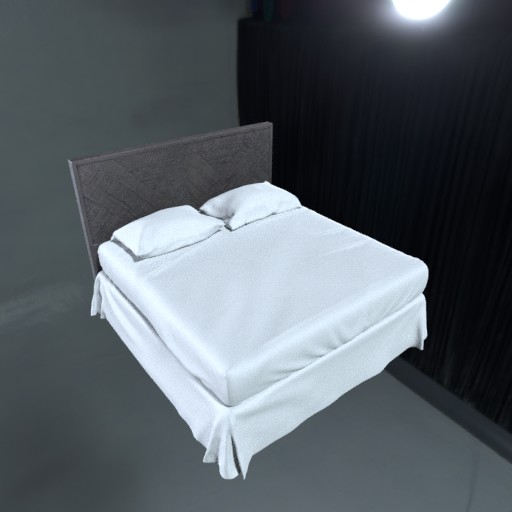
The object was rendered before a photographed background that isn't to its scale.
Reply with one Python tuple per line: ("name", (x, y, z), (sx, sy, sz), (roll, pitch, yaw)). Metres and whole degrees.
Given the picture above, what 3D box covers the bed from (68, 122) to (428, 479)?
("bed", (0.000, 0.000, 2.860), (1.772, 1.142, 1.785), (-21, 36, -32))
